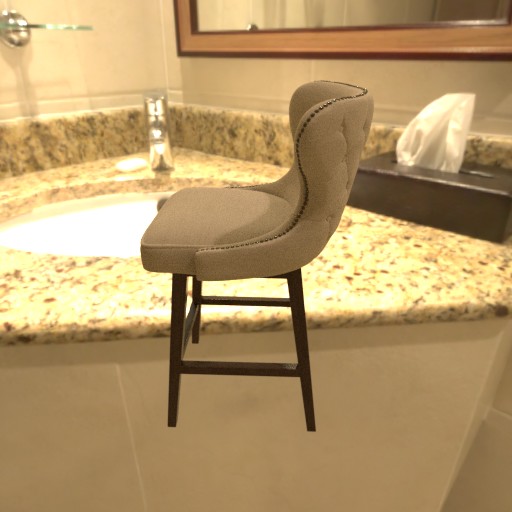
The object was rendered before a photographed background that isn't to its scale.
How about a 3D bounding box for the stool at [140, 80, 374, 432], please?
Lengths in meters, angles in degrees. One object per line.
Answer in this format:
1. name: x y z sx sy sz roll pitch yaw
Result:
1. stool: 0.000 0.000 1.358 0.597 0.972 0.615 1 25 2
